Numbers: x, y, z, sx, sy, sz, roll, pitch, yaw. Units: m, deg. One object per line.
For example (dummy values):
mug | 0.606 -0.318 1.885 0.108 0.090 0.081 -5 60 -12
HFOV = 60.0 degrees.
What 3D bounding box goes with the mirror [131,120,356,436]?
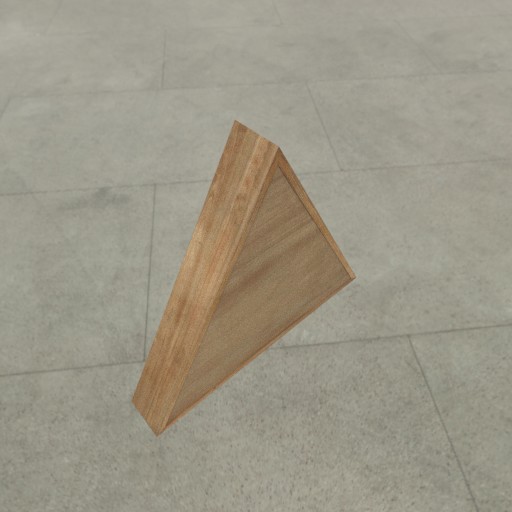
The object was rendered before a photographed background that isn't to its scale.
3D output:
mirror | 0.000 0.000 0.867 0.631 0.548 0.100 -33 56 -27
